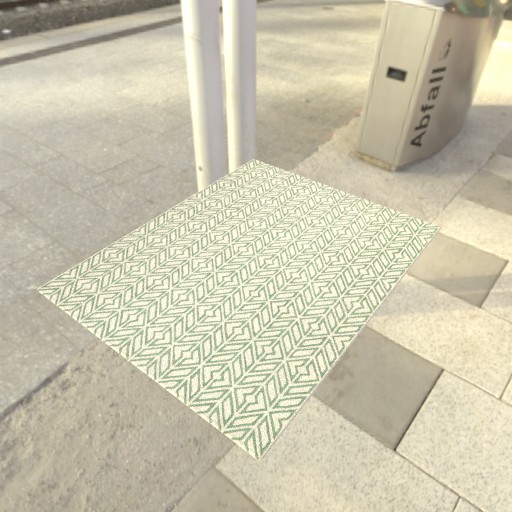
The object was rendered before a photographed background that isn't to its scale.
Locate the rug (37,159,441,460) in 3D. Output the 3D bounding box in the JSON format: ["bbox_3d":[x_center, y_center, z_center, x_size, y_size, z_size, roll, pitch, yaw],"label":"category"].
[{"bbox_3d":[0.000,0.000,4.185,2.441,0.017,3.050,26,46,28],"label":"rug"}]
